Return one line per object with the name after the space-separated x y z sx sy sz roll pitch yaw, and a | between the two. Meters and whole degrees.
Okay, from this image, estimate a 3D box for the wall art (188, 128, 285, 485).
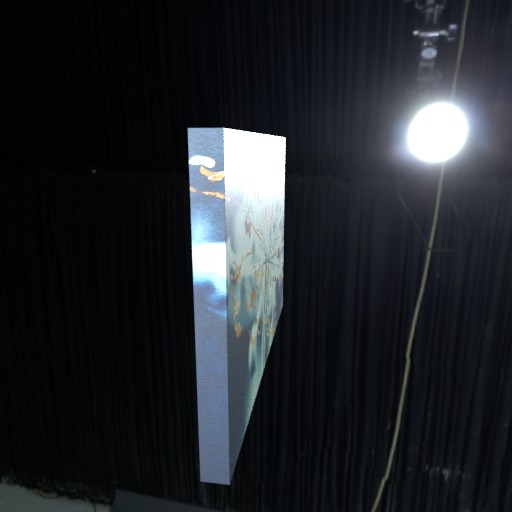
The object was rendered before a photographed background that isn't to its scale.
0.000 0.000 0.767 0.036 0.405 0.607 2 14 9 | wall art
